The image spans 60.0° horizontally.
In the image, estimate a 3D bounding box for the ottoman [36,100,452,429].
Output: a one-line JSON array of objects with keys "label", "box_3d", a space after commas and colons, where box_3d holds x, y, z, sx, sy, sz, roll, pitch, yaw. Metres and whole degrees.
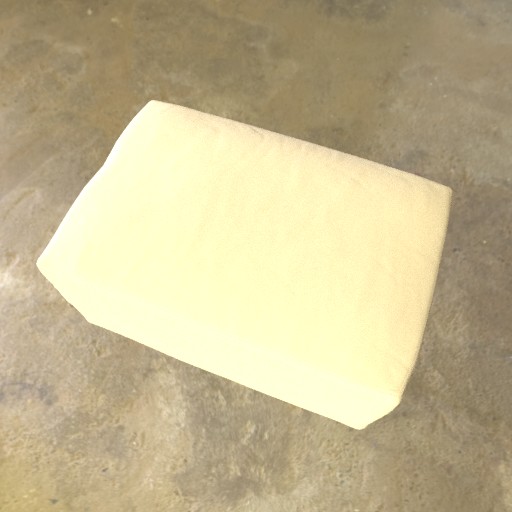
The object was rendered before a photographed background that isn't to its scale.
[{"label": "ottoman", "box_3d": [0.000, 0.000, 1.191, 0.872, 0.444, 0.590, 19, 64, 10]}]
